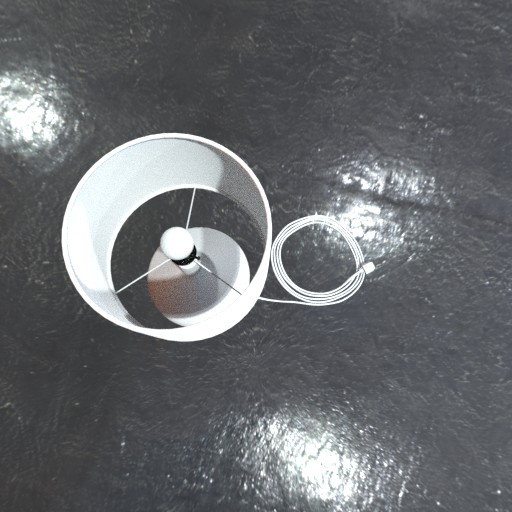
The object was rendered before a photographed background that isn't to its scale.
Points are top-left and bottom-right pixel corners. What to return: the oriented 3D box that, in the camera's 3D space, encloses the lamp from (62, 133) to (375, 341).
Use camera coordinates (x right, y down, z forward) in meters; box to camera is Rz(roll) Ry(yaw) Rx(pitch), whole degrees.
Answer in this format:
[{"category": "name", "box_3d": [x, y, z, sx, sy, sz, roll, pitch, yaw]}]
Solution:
[{"category": "lamp", "box_3d": [0.000, 0.000, 0.866, 0.546, 0.457, 0.401, 15, 77, 4]}]
